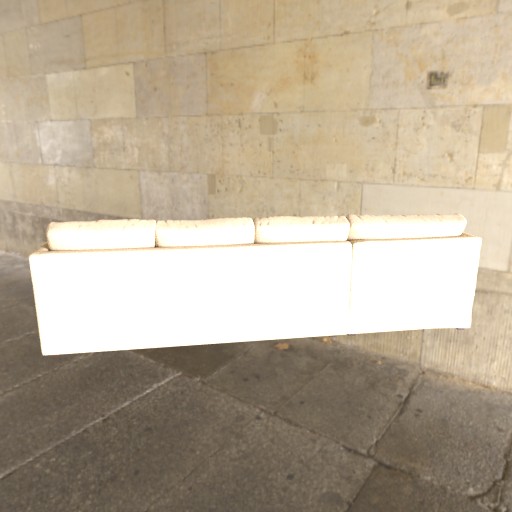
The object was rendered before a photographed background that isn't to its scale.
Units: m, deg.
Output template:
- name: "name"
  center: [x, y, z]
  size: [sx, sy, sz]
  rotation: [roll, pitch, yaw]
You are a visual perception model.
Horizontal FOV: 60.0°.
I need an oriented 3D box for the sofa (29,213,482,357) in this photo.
- name: "sofa"
  center: [0.000, 0.000, 3.895]
  size: [3.205, 0.922, 1.650]
  rotation: [-2, 15, -9]
